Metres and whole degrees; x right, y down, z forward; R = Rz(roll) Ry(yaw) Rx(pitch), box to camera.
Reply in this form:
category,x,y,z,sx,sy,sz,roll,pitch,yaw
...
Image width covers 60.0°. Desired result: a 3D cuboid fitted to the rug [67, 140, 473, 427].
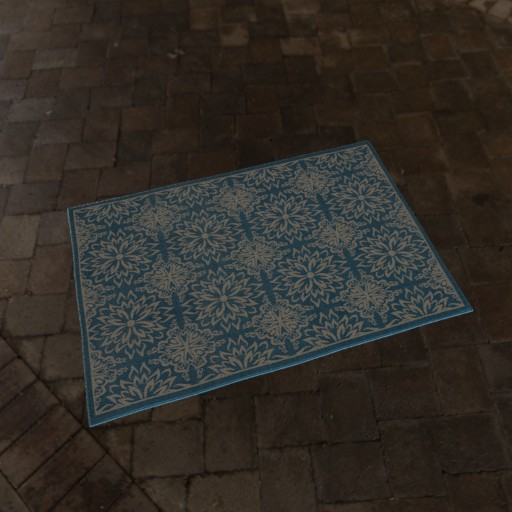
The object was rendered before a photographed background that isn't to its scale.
category,x,y,z,sx,sy,sz,roll,pitch,yaw
rug,0.000,0.000,2.309,1.833,0.012,1.211,-15,59,-9
